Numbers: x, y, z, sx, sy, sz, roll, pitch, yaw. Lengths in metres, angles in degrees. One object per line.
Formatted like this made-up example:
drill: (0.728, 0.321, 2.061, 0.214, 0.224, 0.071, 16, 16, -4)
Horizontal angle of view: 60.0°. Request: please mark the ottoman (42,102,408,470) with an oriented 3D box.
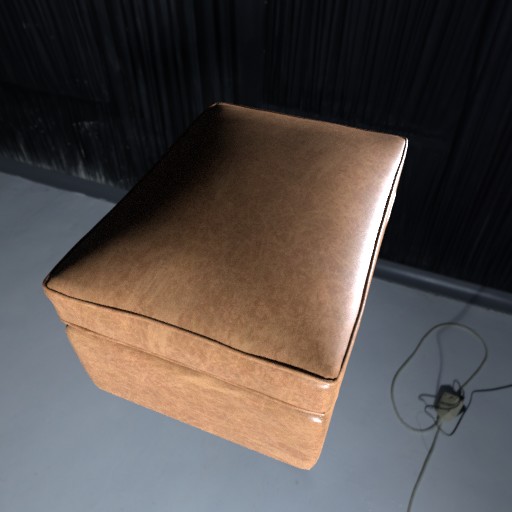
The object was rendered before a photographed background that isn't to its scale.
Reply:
ottoman: (0.000, 0.000, 1.076, 0.554, 0.468, 0.756, 16, 48, 15)
